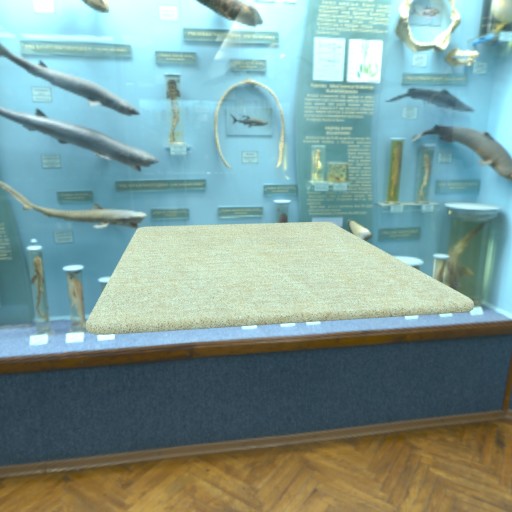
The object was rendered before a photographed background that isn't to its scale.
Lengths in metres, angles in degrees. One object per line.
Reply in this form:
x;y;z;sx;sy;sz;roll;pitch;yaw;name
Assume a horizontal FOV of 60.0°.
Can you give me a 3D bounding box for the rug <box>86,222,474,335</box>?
0.000;0.000;3.383;2.009;0.048;2.528;-2;15;-9;rug
